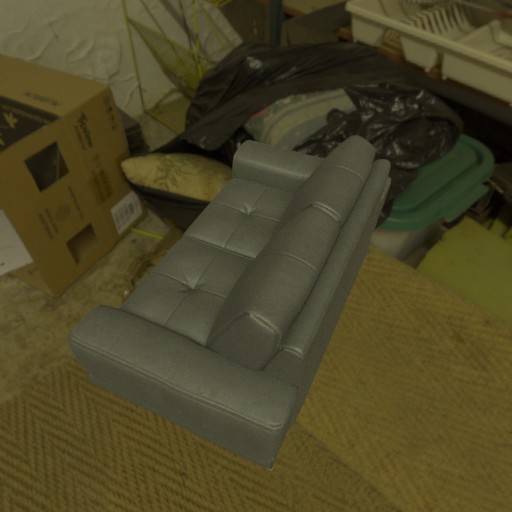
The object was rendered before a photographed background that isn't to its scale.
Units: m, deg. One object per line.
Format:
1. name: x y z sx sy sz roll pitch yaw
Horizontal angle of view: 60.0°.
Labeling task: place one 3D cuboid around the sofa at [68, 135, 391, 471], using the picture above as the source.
1. sofa: 0.000 0.000 2.367 1.018 0.907 1.806 19 49 17
